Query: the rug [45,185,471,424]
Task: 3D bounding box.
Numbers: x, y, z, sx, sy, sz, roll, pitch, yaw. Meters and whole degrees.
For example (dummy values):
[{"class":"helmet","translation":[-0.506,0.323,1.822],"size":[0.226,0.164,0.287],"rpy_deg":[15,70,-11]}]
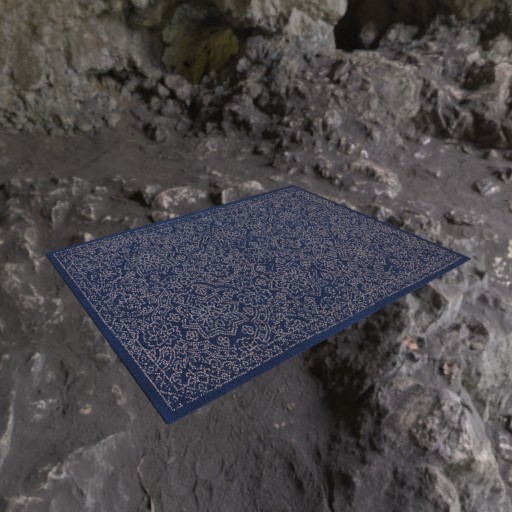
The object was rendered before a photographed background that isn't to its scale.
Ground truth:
[{"class":"rug","translation":[0.000,0.000,4.044],"size":[3.048,0.010,2.438],"rpy_deg":[-20,35,-32]}]
